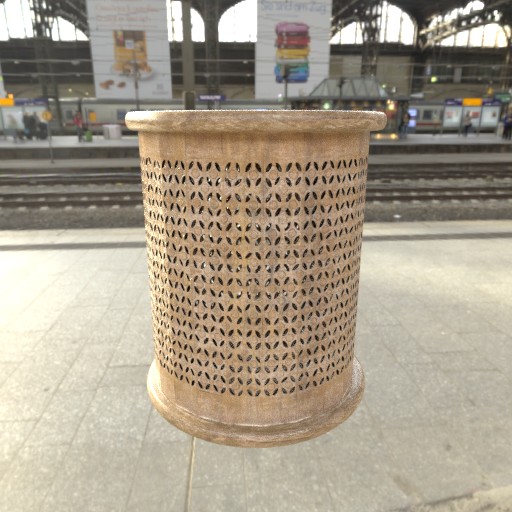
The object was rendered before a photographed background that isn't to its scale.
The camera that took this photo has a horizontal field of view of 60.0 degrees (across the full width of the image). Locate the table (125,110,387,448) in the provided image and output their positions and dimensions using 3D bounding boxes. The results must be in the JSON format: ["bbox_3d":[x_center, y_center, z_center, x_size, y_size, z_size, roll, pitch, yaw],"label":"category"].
[{"bbox_3d":[0.000,0.000,0.783,0.407,0.482,0.407,0,17,0],"label":"table"}]
